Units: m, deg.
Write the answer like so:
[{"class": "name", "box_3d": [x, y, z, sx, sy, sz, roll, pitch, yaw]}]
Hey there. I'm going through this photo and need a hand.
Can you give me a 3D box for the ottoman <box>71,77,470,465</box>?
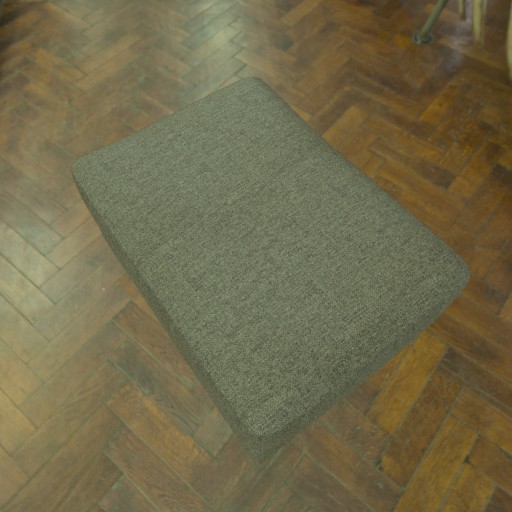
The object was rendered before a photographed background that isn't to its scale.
[{"class": "ottoman", "box_3d": [0.000, 0.000, 1.243, 0.637, 0.478, 0.885, -32, 65, -17]}]
